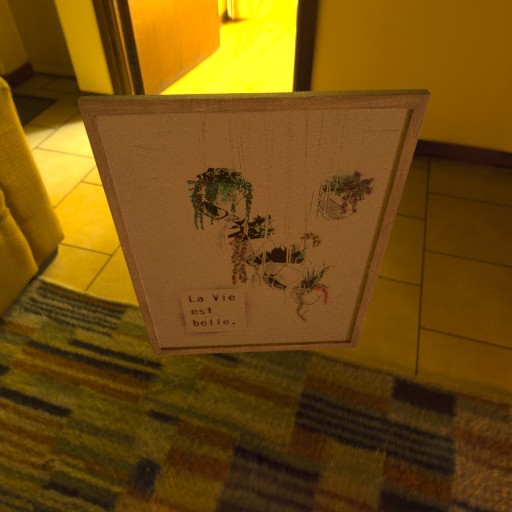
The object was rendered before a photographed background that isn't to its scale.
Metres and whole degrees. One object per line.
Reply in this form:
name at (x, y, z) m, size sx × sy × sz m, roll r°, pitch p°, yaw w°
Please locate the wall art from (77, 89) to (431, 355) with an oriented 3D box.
wall art at (0.000, 0.000, 1.351) m, size 0.781 × 1.022 × 0.035 m, roll -2°, pitch 46°, yaw -2°
